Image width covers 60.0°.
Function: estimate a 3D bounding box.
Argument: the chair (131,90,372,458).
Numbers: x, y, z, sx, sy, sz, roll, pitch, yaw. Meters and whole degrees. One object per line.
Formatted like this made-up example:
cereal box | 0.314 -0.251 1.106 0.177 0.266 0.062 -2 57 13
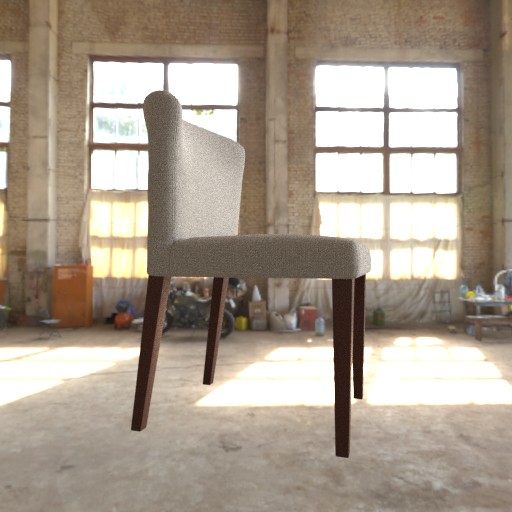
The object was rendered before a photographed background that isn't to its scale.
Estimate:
chair | 0.000 0.000 1.203 0.589 0.839 0.491 0 -1 17
